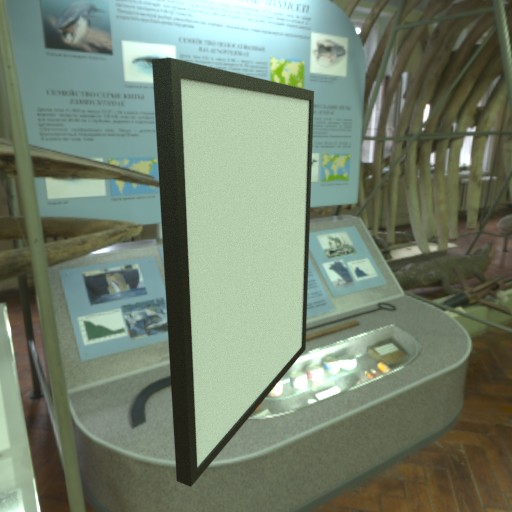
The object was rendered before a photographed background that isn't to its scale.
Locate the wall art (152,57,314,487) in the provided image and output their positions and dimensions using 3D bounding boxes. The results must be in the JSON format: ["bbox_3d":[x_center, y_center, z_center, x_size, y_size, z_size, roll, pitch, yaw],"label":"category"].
[{"bbox_3d":[0.000,0.000,0.534,0.018,0.397,0.325,8,17,26],"label":"wall art"}]
